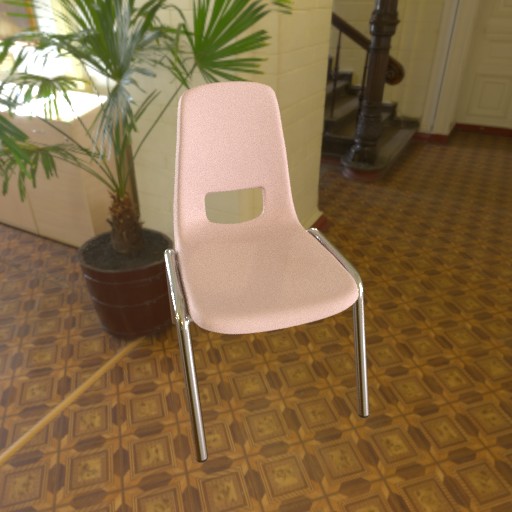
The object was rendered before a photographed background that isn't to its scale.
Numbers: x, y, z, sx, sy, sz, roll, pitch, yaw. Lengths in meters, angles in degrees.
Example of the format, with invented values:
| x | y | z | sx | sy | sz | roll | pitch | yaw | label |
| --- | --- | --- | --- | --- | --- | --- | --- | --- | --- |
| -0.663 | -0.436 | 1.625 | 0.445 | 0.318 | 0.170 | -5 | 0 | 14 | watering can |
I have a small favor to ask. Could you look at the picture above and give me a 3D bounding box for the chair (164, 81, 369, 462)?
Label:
| x | y | z | sx | sy | sz | roll | pitch | yaw | label |
| --- | --- | --- | --- | --- | --- | --- | --- | --- | --- |
| 0.000 | 0.000 | 0.872 | 0.354 | 0.586 | 0.423 | -9 | 32 | -15 | chair |
